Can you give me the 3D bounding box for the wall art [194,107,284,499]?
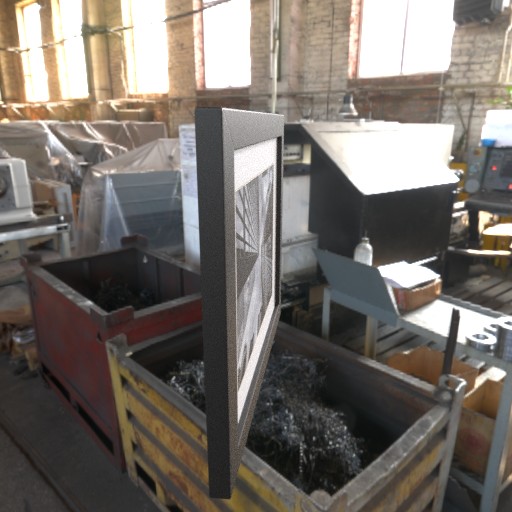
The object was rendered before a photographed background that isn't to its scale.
[{"bbox_3d":[0.000,0.000,0.740,0.031,0.457,0.558,3,17,9],"label":"wall art"}]
